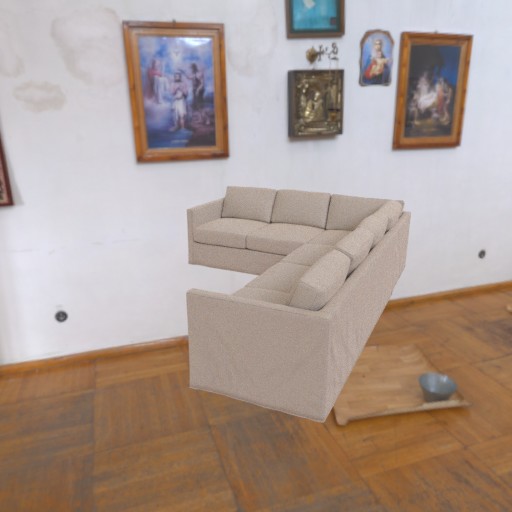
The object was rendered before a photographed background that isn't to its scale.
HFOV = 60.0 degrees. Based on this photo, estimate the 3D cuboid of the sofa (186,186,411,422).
[{"bbox_3d":[0.000,0.000,4.293,2.432,0.871,3.182,8,19,25],"label":"sofa"}]
